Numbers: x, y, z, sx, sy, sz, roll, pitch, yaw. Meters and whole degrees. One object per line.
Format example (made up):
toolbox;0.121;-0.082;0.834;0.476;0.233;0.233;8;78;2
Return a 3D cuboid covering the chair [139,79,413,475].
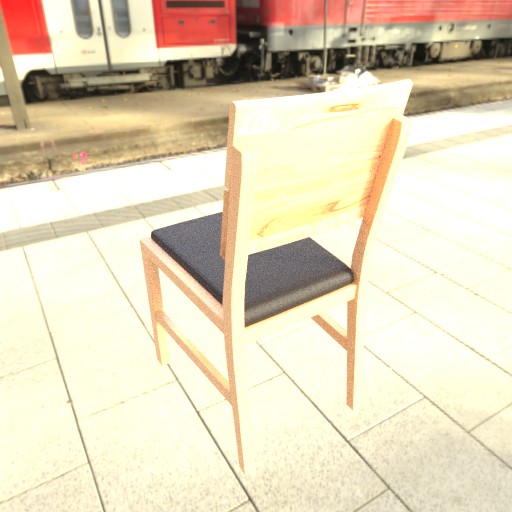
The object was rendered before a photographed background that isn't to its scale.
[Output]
chair;0.000;0.000;1.234;0.475;0.950;0.560;-18;35;-28
